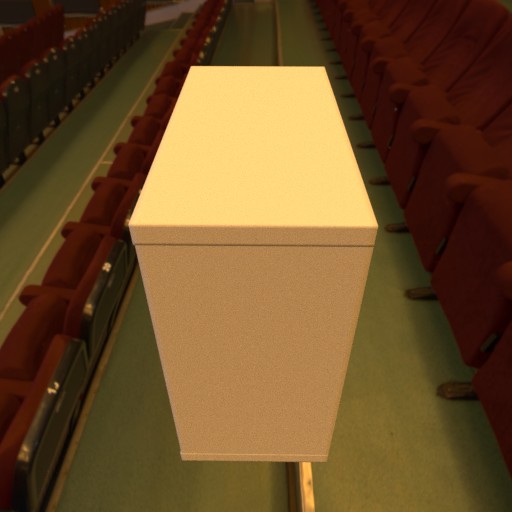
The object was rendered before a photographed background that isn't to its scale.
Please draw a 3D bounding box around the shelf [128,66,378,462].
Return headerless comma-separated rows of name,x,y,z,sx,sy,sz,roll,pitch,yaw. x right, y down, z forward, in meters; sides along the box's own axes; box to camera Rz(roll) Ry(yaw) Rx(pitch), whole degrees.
shelf,0.000,0.000,1.247,0.390,0.786,0.790,0,40,1
